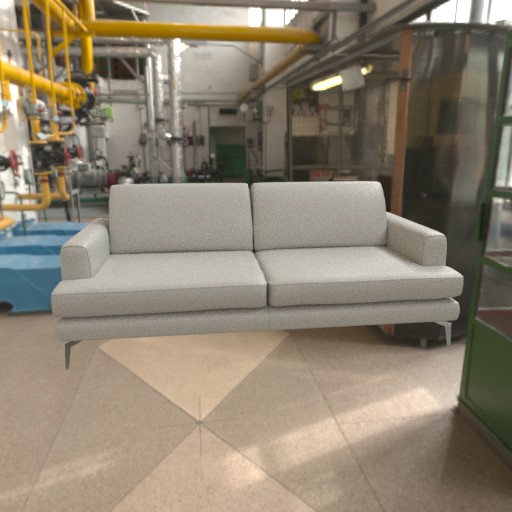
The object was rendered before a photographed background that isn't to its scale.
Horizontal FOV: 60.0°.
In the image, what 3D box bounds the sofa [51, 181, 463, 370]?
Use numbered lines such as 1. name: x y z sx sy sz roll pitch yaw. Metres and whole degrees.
1. sofa: 0.000 0.000 2.487 1.940 0.765 0.974 -2 15 -7
